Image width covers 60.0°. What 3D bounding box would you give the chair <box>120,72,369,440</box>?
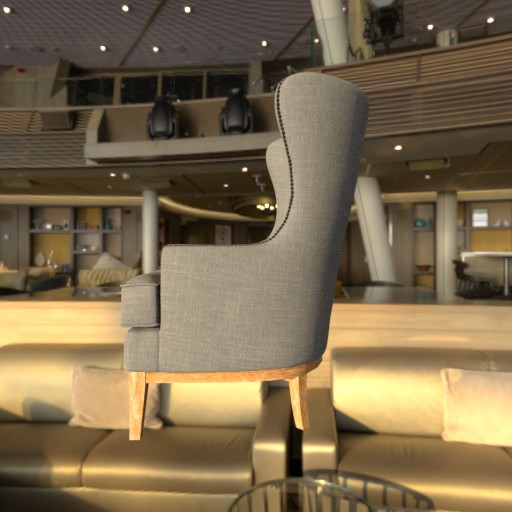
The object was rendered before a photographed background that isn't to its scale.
[{"bbox_3d":[0.000,0.000,1.808,0.883,1.176,0.864,0,0,-1],"label":"chair"}]
